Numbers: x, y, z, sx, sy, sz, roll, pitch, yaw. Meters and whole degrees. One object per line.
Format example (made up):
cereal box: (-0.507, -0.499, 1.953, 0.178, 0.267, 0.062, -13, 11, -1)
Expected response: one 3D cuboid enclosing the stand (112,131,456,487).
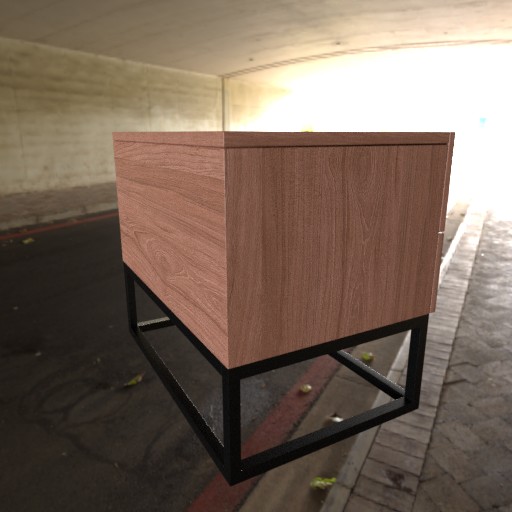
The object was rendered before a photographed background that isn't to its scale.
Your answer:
stand: (0.000, 0.000, 0.928, 0.420, 0.500, 0.600, -8, 18, -28)
